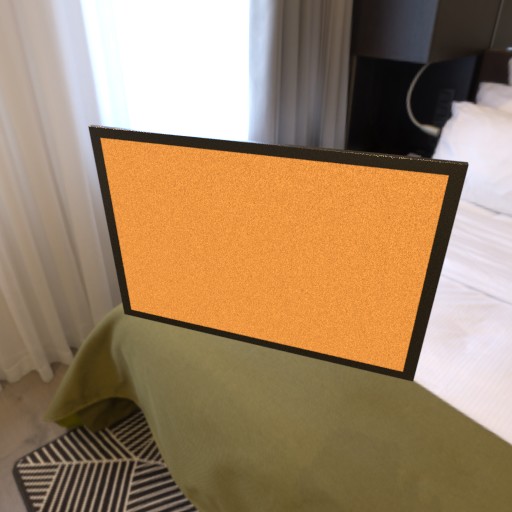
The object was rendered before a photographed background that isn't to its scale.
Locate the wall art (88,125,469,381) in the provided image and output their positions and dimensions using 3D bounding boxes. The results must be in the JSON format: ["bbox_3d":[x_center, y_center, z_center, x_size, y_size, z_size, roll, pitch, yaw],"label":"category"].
[{"bbox_3d":[0.000,0.000,1.063,0.819,0.552,0.015,10,32,16],"label":"wall art"}]
